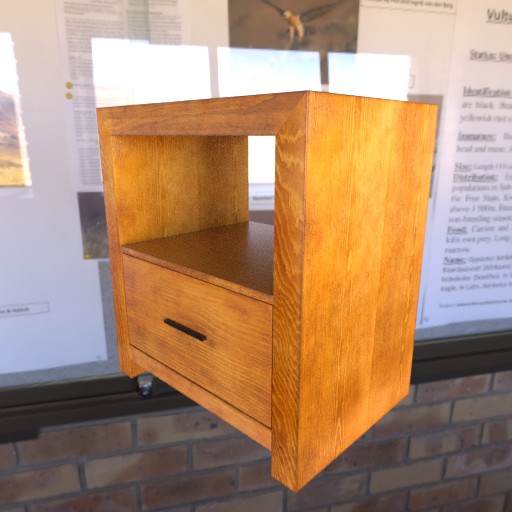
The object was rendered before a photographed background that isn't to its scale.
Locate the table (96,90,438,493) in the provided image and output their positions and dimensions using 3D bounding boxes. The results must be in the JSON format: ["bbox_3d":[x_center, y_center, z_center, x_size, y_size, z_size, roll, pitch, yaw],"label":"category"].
[{"bbox_3d":[0.000,0.000,0.943,0.550,0.605,0.400,14,21,42],"label":"table"}]
